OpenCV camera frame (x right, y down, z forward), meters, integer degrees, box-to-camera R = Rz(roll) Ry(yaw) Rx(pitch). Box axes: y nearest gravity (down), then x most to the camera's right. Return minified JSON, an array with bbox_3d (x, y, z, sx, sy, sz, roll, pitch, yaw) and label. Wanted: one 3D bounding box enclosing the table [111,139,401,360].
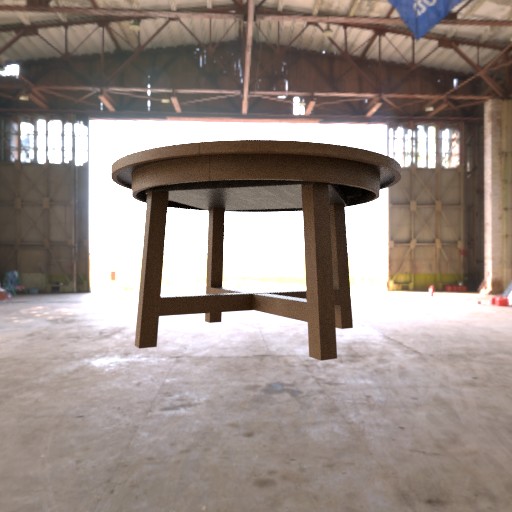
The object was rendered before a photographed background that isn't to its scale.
[{"bbox_3d":[0.000,0.000,2.117,1.319,0.762,1.319,0,0,0],"label":"table"}]
